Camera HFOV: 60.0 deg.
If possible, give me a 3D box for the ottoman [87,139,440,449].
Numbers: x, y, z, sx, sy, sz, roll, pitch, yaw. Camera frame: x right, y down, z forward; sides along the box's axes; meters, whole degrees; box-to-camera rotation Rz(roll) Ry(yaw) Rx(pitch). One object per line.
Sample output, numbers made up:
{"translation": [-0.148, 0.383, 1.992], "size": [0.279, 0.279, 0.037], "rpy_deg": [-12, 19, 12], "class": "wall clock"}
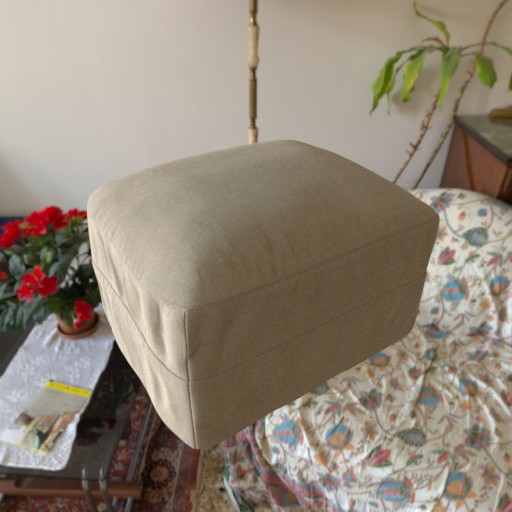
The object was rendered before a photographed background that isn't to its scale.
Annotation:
{"translation": [0.000, 0.000, 1.112], "size": [0.712, 0.480, 0.584], "rpy_deg": [-20, 37, -28], "class": "ottoman"}
